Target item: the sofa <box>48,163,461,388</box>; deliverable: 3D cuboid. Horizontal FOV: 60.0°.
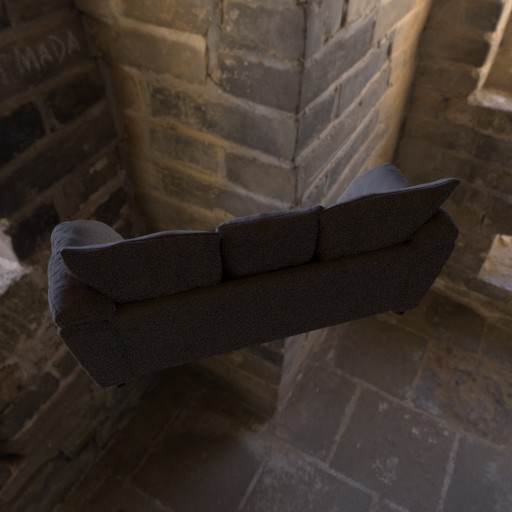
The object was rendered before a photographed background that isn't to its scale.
[{"bbox_3d":[0.000,0.000,2.773,2.336,1.073,0.878,-12,43,-13],"label":"sofa"}]
